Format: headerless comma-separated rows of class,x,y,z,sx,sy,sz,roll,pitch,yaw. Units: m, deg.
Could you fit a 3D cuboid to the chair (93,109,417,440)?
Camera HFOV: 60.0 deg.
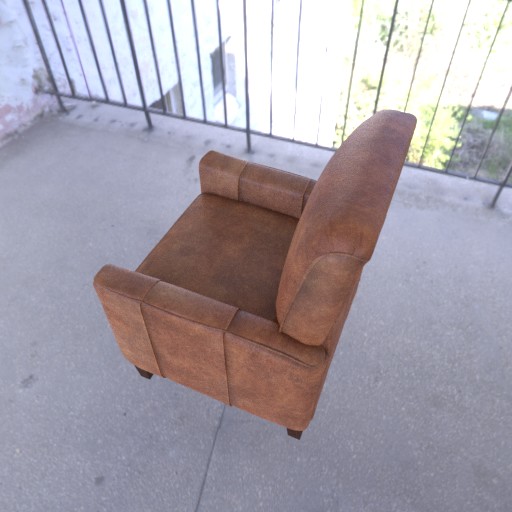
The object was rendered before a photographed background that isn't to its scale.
chair,0.000,0.000,1.636,0.836,1.043,0.843,17,48,16
